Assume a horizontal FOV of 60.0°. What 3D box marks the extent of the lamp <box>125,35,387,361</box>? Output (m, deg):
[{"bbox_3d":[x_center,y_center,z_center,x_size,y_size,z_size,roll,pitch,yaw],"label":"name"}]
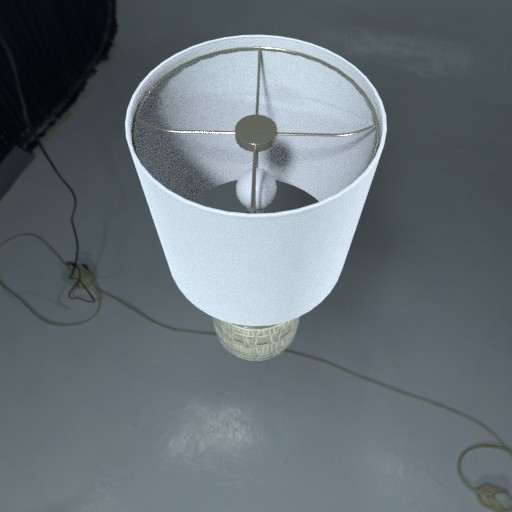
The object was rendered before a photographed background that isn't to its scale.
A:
[{"bbox_3d":[0.000,0.000,0.556,0.211,0.455,0.211,14,60,8],"label":"lamp"}]
